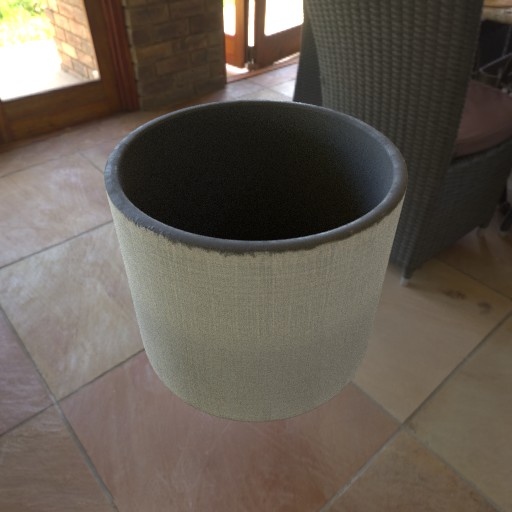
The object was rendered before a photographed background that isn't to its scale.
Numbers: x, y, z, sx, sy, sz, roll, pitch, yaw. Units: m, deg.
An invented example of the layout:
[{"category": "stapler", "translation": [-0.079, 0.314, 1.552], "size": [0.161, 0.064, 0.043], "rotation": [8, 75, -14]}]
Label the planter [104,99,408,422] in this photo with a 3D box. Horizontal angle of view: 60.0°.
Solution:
[{"category": "planter", "translation": [0.000, 0.000, 0.397], "size": [0.226, 0.201, 0.226], "rotation": [0, 41, 0]}]
